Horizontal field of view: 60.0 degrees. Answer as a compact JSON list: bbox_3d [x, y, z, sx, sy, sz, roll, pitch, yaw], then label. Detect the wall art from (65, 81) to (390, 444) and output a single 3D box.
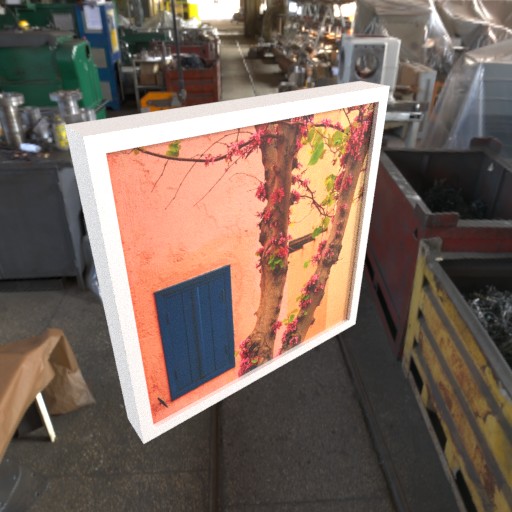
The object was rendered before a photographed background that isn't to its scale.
[{"bbox_3d":[0.000,0.000,0.450,0.305,0.302,0.038,-21,36,-31],"label":"wall art"}]
